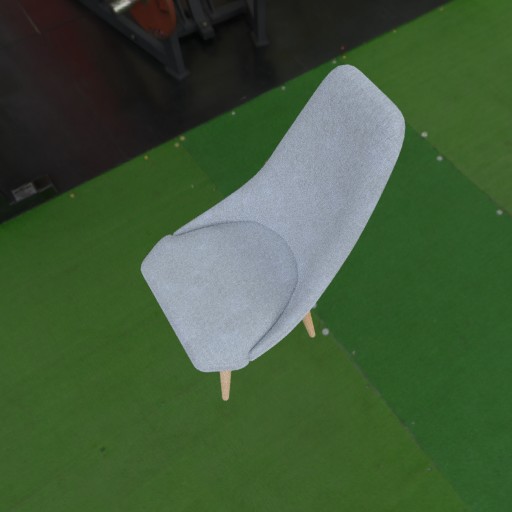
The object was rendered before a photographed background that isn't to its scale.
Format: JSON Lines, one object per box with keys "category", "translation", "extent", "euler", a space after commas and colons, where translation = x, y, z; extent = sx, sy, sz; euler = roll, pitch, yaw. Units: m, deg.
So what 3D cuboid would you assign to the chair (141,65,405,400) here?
{"category": "chair", "translation": [0.000, 0.000, 1.395], "extent": [0.660, 1.040, 0.510], "euler": [-29, 67, -14]}
